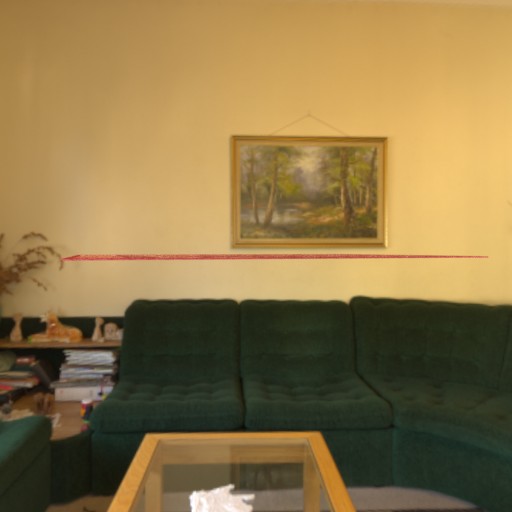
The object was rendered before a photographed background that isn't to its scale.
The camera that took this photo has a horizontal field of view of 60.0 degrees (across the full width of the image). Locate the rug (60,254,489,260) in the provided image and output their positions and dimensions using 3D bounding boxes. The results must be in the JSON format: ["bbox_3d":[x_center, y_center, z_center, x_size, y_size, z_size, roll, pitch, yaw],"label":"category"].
[{"bbox_3d":[0.000,0.000,4.293,3.306,0.011,2.389,0,1,-20],"label":"rug"}]
